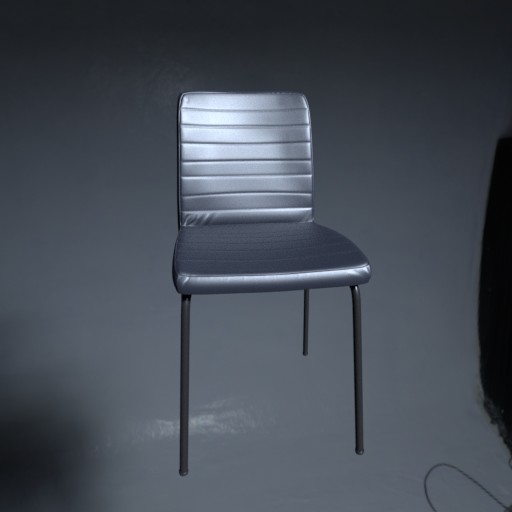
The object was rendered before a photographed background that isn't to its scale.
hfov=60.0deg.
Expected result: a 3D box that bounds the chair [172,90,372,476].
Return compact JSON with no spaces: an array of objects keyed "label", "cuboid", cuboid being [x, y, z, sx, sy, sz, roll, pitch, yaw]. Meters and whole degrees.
[{"label":"chair","cuboid":[0.000,0.000,1.196,0.450,0.872,0.572,-3,17,-9]}]
